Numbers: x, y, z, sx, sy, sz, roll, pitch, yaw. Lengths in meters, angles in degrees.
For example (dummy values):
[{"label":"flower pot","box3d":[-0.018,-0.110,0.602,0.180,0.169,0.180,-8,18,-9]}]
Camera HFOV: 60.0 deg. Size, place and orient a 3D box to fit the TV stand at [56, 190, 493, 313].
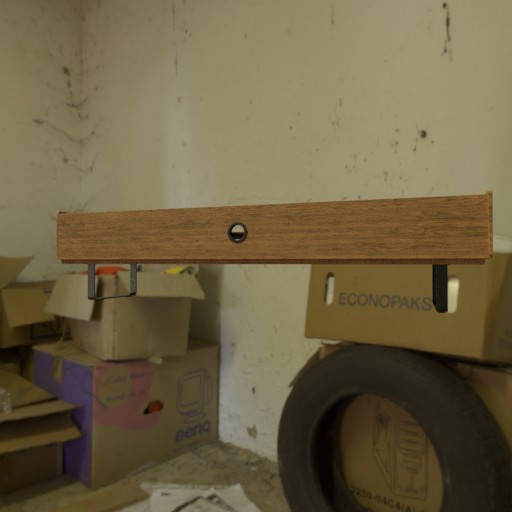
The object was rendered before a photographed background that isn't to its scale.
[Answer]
[{"label":"TV stand","box3d":[0.000,0.000,1.957,1.796,0.415,0.467,0,-1,19]}]
